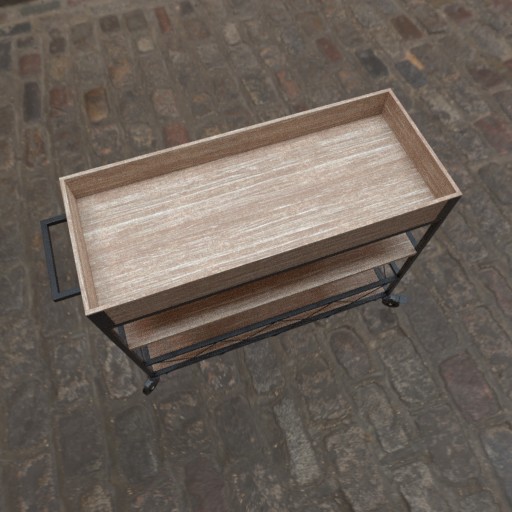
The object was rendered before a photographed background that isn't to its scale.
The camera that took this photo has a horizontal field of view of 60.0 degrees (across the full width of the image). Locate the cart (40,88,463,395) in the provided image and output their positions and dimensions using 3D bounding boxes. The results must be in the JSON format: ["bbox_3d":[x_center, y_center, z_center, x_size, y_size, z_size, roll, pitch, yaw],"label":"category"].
[{"bbox_3d":[0.000,0.000,1.490,1.101,0.787,0.500,-18,65,-9],"label":"cart"}]
